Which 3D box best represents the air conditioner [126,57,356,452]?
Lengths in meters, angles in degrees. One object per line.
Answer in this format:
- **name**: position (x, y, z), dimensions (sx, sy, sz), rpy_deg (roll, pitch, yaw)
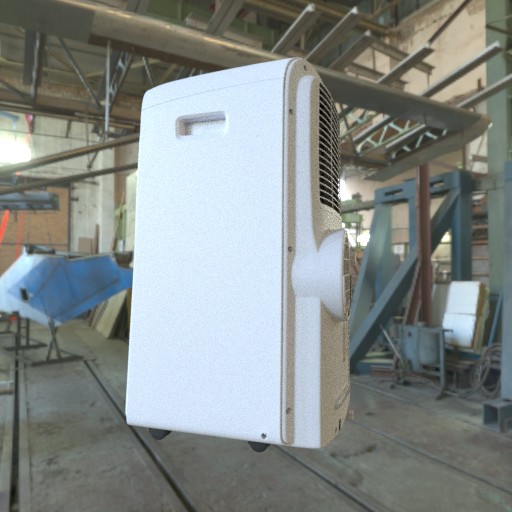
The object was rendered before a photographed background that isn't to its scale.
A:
- **air conditioner**: position (0.000, 0.000, 1.058), dimensions (0.467, 0.765, 0.478), rpy_deg (0, -2, 16)
